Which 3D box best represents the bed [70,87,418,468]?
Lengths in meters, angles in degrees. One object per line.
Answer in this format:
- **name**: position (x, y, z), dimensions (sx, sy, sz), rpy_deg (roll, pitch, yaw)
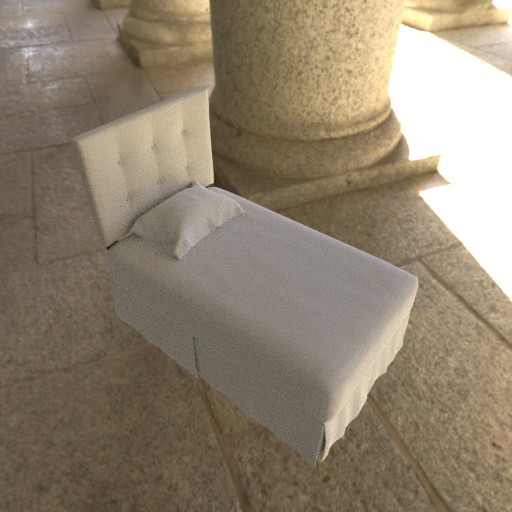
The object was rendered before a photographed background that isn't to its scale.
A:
- **bed**: position (0.000, 0.000, 3.034), dimensions (1.997, 1.571, 1.261), rpy_deg (27, 48, 28)
